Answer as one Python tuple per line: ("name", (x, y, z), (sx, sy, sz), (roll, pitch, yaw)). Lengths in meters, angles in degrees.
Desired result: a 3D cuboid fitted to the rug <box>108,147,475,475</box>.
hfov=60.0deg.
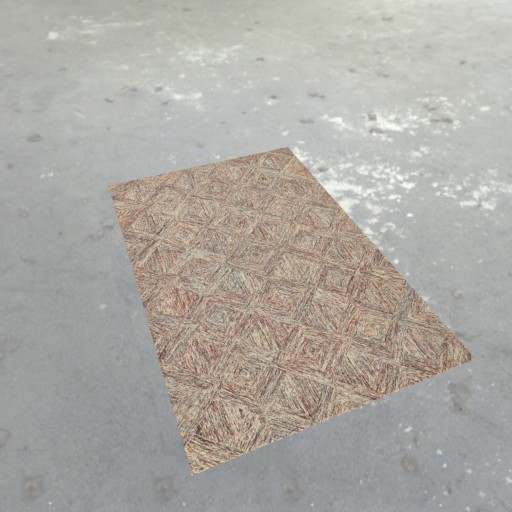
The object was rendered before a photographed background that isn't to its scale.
("rug", (0.000, 0.000, 2.854), (1.523, 0.019, 2.285), (-16, 46, -16))
